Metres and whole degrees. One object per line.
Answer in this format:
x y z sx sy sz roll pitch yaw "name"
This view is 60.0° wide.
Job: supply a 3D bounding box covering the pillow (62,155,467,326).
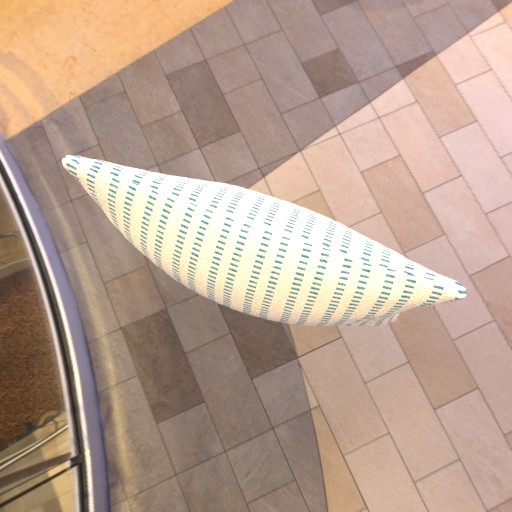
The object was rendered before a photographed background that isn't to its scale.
0.000 0.000 0.815 0.640 0.353 0.210 19 77 4 "pillow"
